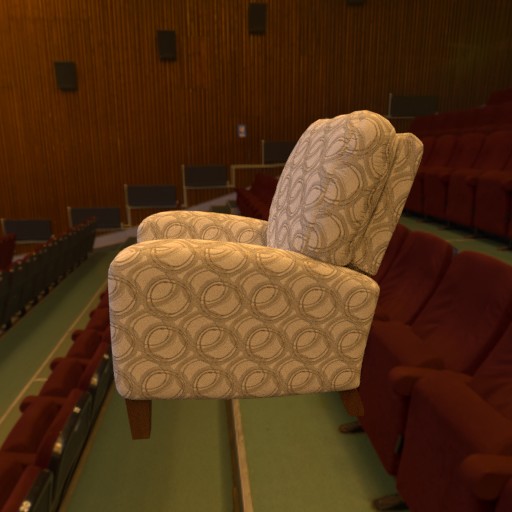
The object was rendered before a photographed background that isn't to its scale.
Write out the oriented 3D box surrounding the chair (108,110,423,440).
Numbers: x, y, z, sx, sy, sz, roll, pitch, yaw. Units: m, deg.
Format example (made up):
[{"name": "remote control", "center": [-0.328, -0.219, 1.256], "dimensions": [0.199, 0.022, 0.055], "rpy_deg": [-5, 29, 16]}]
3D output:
[{"name": "chair", "center": [0.000, 0.000, 1.746], "dimensions": [0.995, 1.065, 0.796], "rpy_deg": [-2, 14, -7]}]
